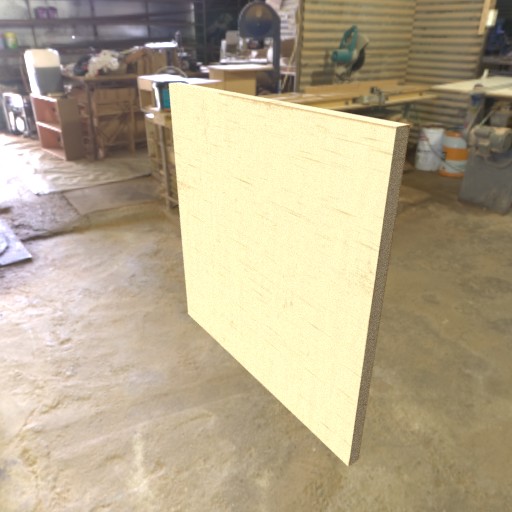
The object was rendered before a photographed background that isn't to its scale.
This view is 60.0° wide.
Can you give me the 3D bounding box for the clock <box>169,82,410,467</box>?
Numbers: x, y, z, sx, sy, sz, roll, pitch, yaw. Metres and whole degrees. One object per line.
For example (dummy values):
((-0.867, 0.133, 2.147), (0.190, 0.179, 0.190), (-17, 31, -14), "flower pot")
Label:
((0.000, 0.000, 1.041), (0.032, 0.705, 0.705), (-19, 32, -32), "clock")
